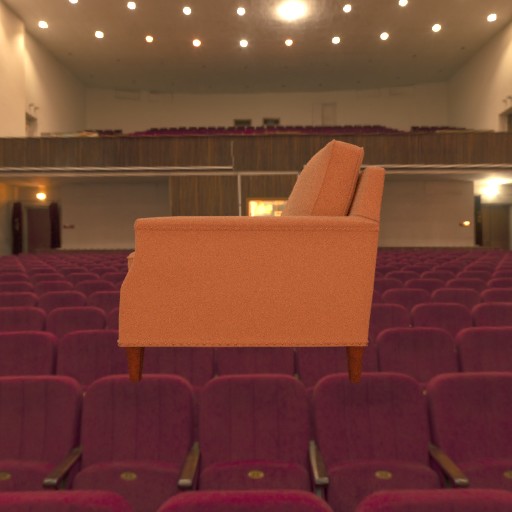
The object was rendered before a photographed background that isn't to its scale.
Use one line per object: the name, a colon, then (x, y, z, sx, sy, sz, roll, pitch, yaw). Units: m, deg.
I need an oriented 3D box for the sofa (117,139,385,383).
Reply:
sofa: (0.000, 0.000, 2.844, 1.084, 1.003, 2.246, 0, 0, 1)
